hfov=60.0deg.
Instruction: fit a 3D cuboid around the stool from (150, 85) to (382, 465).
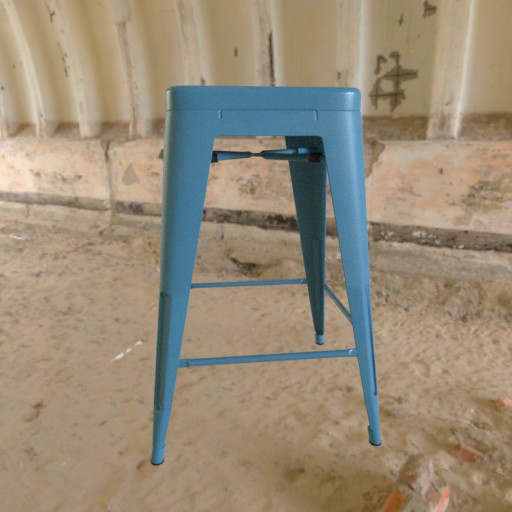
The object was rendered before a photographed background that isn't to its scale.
[{"bbox_3d":[0.000,0.000,0.880,0.410,0.608,0.410,-2,16,-7],"label":"stool"}]
